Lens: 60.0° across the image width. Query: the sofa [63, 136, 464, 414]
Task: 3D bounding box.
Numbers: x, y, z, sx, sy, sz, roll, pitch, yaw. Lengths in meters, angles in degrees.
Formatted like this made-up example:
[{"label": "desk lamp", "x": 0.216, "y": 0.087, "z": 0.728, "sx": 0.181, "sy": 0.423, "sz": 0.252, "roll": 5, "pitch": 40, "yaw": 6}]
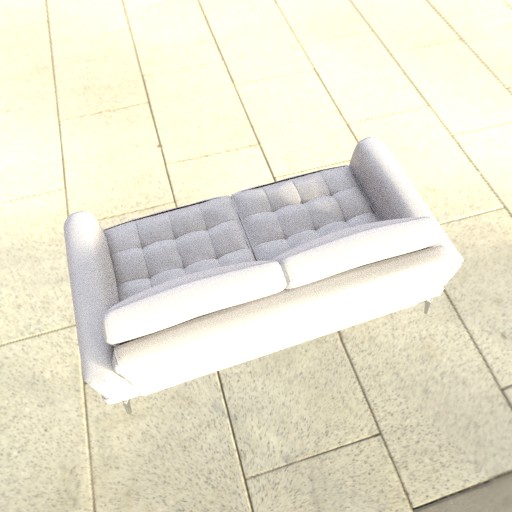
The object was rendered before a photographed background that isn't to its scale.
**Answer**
[{"label": "sofa", "x": 0.000, "y": 0.000, "z": 2.709, "sx": 2.177, "sy": 0.930, "sz": 1.121, "roll": -16, "pitch": 60, "yaw": -10}]
